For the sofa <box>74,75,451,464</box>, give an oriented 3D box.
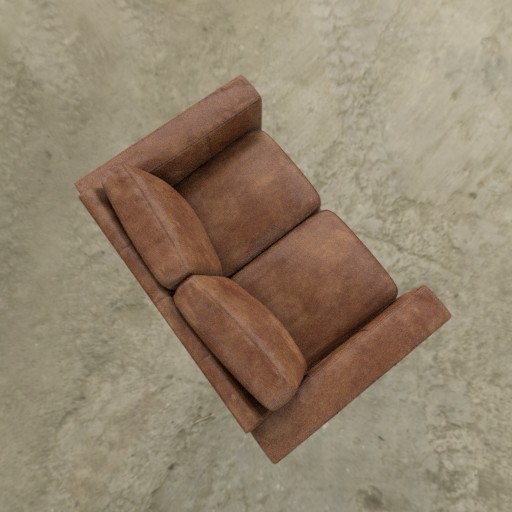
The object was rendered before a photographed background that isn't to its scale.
[{"bbox_3d":[0.000,0.000,2.258,1.041,0.889,1.626,-36,78,-9],"label":"sofa"}]
